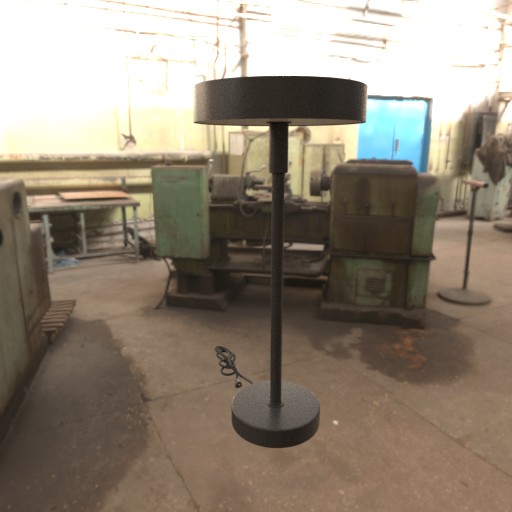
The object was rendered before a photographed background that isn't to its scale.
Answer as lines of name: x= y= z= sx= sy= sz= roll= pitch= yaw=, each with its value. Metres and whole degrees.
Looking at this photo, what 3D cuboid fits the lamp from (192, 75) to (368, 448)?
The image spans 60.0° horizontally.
lamp: x=0.000 y=0.000 z=0.708 sx=0.229 sy=0.508 sz=0.369 roll=-7 pitch=16 yaw=-25
